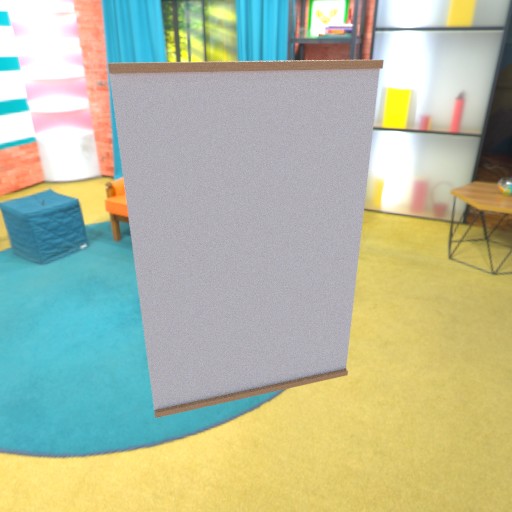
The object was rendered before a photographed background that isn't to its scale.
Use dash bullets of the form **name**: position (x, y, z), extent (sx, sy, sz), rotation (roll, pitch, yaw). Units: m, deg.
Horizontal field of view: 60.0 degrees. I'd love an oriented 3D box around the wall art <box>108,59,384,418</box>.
- **wall art**: position (0.000, 0.000, 0.760), extent (0.401, 0.611, 0.016), rotation (-8, 27, -15)
